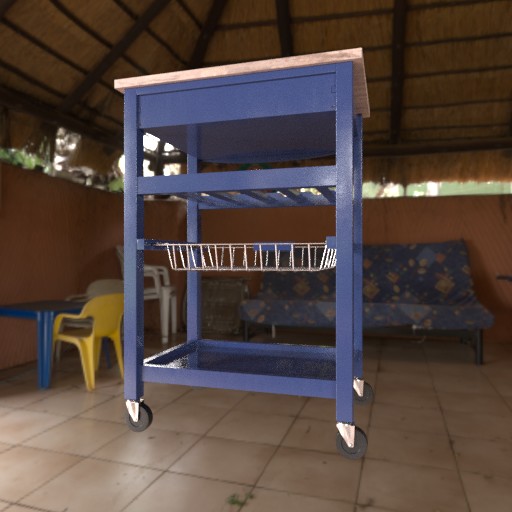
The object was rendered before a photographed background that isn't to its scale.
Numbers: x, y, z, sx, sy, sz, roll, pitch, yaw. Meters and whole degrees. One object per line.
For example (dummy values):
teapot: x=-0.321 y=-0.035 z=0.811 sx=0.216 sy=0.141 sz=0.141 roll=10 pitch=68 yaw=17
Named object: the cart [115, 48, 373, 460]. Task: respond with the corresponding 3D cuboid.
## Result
cart: x=0.000 y=0.000 z=1.165 sx=0.584 sy=0.839 sz=0.403 roll=0 pitch=0 yaw=17
